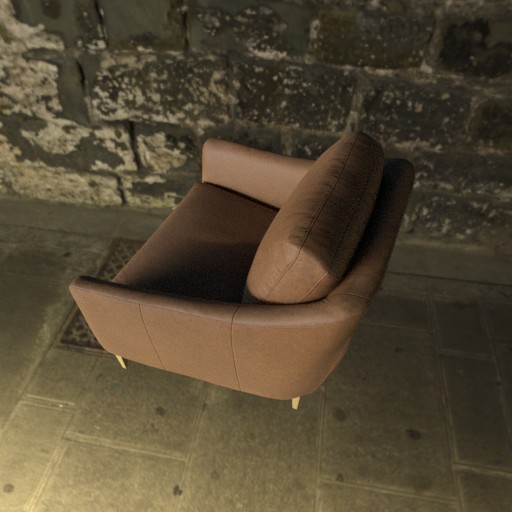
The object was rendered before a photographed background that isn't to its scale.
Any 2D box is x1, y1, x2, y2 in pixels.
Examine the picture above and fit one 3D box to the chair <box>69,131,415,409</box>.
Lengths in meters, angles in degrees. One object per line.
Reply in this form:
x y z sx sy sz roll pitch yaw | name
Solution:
0.000 0.000 1.725 0.963 0.895 0.988 18 49 16 | chair
